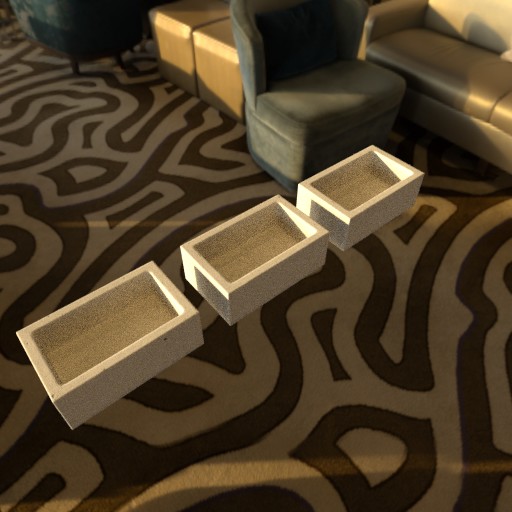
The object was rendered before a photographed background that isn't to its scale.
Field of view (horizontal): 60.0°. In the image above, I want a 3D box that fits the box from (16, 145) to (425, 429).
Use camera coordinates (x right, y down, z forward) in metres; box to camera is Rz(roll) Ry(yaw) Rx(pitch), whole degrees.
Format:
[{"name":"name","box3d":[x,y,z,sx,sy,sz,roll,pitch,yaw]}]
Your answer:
[{"name":"box","box3d":[0.000,0.000,0.474,0.461,0.051,0.082,-31,53,-26]}]
